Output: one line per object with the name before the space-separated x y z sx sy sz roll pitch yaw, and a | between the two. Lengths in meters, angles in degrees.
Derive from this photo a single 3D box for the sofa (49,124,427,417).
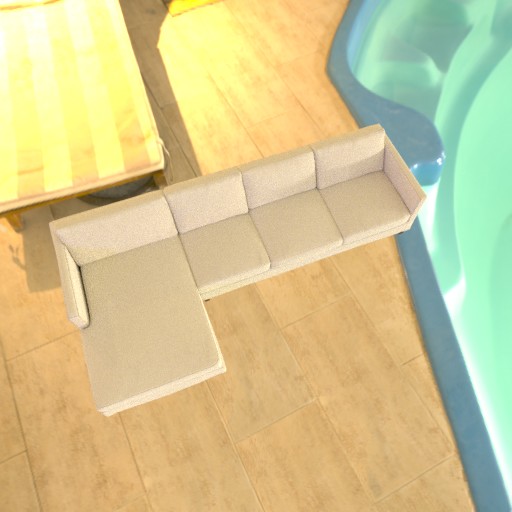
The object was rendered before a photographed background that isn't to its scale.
sofa | 0.000 0.000 3.910 3.186 0.846 1.625 -19 64 -9
